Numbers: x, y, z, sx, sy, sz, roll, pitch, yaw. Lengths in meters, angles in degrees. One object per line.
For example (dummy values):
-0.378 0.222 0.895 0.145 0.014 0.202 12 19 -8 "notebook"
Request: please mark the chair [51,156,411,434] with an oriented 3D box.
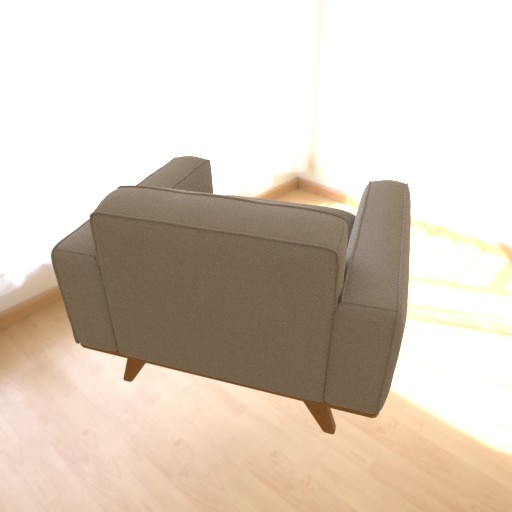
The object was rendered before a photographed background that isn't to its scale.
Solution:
0.000 0.000 1.719 1.115 0.779 0.953 9 33 15 "chair"
